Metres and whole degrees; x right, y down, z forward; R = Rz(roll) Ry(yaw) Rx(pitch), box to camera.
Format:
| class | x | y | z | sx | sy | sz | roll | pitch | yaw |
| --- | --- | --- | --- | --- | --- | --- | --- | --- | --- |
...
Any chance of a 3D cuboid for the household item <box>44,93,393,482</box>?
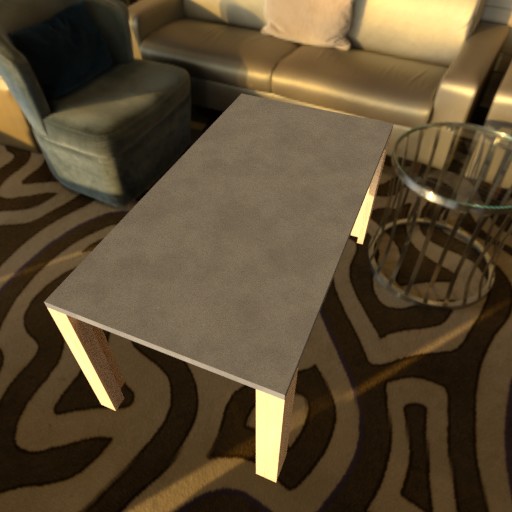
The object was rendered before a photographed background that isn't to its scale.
| class | x | y | z | sx | sy | sz | roll | pitch | yaw |
| --- | --- | --- | --- | --- | --- | --- | --- | --- | --- |
| household item | 0.000 | 0.000 | 2.136 | 0.850 | 0.755 | 1.600 | 17 | 49 | 16 |
